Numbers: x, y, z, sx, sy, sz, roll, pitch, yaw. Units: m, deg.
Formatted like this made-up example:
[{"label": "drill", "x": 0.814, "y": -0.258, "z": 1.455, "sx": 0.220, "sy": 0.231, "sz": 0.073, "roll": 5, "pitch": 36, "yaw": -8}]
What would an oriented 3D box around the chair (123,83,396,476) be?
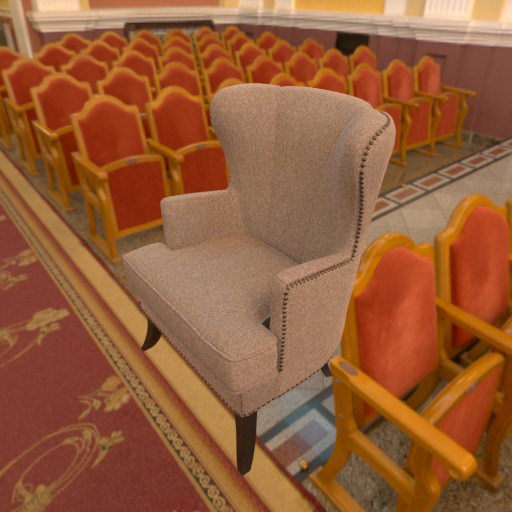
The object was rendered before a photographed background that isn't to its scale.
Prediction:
[{"label": "chair", "x": 0.000, "y": 0.000, "z": 1.612, "sx": 0.758, "sy": 1.060, "sz": 0.759, "roll": -22, "pitch": 38, "yaw": -32}]
